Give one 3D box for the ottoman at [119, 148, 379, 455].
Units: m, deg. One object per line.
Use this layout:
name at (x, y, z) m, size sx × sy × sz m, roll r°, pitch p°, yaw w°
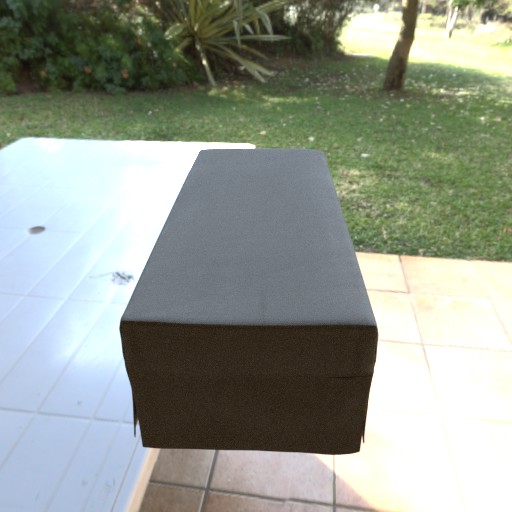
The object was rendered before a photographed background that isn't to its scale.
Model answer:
ottoman at (0.000, 0.000, 1.708) m, size 0.665 × 0.457 × 1.388 m, roll 1°, pitch 31°, yaw 2°
